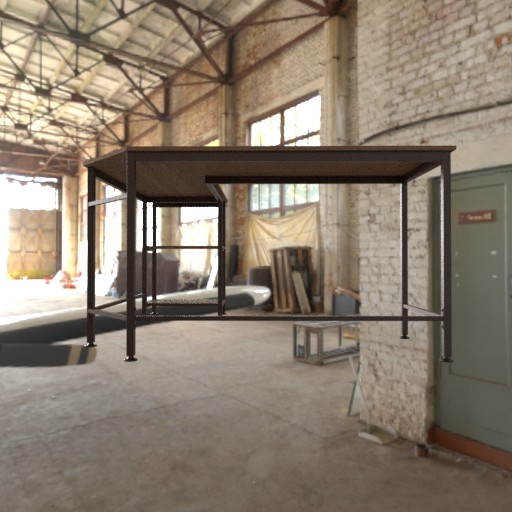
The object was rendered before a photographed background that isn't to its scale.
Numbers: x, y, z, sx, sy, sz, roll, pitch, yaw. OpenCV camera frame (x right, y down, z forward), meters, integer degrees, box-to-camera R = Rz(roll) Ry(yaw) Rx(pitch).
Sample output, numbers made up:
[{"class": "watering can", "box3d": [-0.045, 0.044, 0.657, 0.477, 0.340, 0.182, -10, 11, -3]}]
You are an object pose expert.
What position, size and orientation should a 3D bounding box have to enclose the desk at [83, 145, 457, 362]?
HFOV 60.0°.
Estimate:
[{"class": "desk", "box3d": [0.000, 0.000, 2.203, 1.379, 0.739, 1.379, 0, -1, 0]}]
